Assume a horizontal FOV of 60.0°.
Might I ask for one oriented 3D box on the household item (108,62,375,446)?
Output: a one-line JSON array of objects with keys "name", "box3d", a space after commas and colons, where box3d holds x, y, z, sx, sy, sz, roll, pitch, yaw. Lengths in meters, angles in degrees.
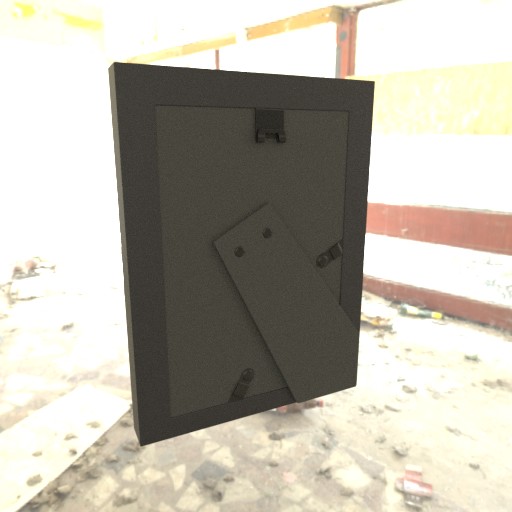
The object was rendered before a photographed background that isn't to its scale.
[{"name": "household item", "box3d": [0.000, 0.000, 0.232, 0.133, 0.178, 0.022, -7, 16, -25]}]
